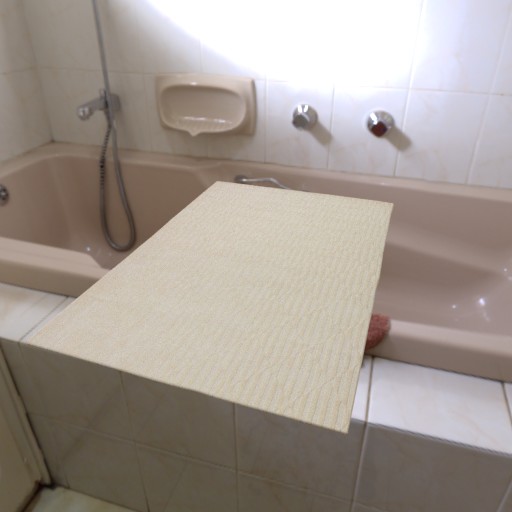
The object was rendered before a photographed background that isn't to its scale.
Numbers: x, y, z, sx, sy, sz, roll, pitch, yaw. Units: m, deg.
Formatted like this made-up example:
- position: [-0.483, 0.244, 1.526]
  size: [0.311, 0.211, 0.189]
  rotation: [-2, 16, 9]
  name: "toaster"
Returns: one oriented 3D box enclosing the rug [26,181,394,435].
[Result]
- position: [0.000, 0.000, 2.270]
  size: [1.238, 0.014, 1.848]
  rotation: [10, 32, 17]
  name: "rug"
